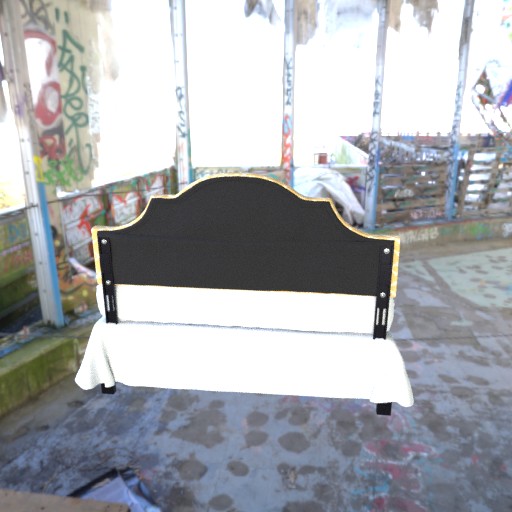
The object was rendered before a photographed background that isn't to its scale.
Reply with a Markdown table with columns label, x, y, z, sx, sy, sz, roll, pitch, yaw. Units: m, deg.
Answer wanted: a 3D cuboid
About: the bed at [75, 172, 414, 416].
| label | x | y | z | sx | sy | sz | roll | pitch | yaw |
| --- | --- | --- | --- | --- | --- | --- | --- | --- | --- |
| bed | 0.000 | 0.000 | 3.812 | 2.314 | 1.601 | 2.222 | 2 | 16 | 7 |
